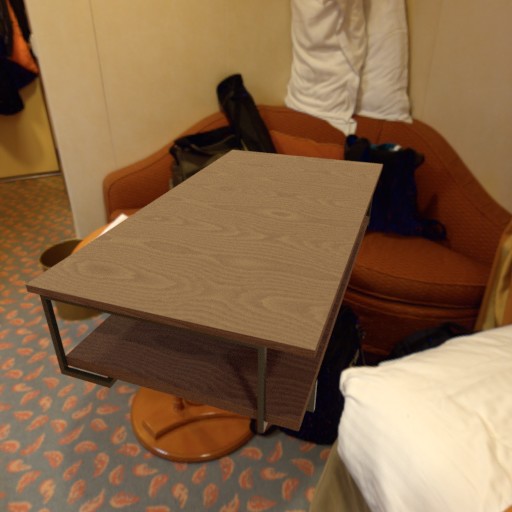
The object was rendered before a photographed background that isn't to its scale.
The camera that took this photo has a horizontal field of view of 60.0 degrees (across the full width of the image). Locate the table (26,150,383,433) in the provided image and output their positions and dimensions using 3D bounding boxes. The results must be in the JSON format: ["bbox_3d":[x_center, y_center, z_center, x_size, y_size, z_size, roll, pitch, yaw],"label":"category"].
[{"bbox_3d":[0.000,0.000,1.457,0.651,0.347,1.197,10,30,17],"label":"table"}]
